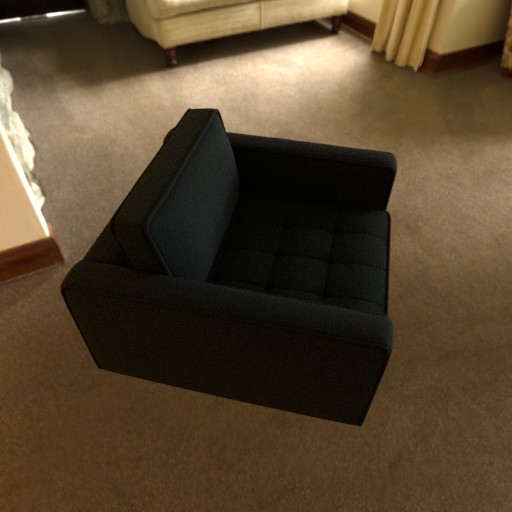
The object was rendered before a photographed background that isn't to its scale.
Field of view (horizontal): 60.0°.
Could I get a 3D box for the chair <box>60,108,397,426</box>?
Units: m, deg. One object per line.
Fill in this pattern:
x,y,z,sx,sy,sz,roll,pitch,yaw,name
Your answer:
0.000,0.000,1.576,0.920,0.770,0.899,9,47,9,chair
